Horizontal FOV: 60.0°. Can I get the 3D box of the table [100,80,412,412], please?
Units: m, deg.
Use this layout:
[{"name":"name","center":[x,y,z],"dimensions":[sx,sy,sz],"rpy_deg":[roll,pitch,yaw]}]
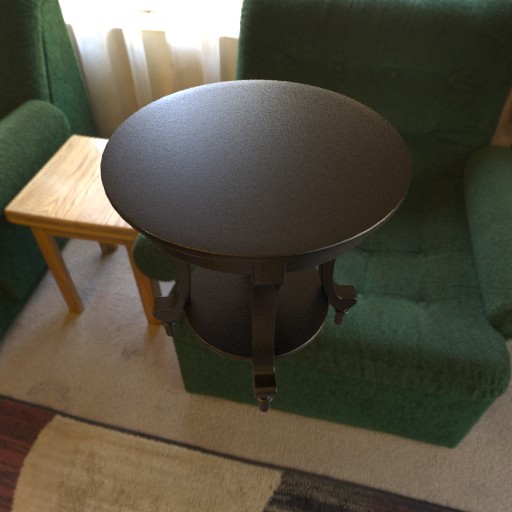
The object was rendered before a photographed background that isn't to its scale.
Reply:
[{"name":"table","center":[0.000,0.000,1.094],"dimensions":[0.597,0.618,0.597],"rpy_deg":[0,46,0]}]
